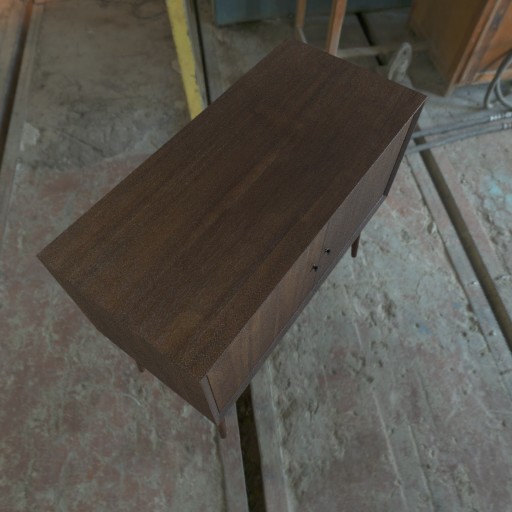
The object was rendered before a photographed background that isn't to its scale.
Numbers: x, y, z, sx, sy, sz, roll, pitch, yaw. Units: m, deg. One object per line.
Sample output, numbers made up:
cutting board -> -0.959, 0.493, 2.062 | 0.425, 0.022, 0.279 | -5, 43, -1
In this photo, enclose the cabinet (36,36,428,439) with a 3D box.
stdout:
cabinet -> 0.000, 0.000, 1.111 | 0.354, 0.654, 0.743 | 32, 64, 18
